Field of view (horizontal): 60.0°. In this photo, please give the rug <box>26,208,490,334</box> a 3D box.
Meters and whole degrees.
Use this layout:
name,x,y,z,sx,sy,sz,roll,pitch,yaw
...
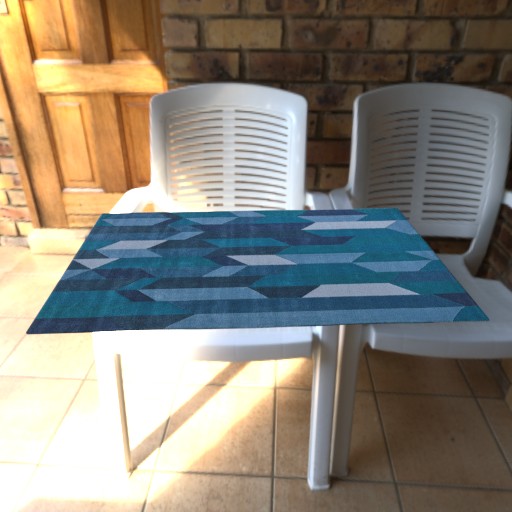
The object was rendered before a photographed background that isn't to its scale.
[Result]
name,x,y,z,sx,sy,sz,roll,pitch,yaw
rug,0.000,0.000,2.966,2.420,0.005,1.528,-1,29,-2
